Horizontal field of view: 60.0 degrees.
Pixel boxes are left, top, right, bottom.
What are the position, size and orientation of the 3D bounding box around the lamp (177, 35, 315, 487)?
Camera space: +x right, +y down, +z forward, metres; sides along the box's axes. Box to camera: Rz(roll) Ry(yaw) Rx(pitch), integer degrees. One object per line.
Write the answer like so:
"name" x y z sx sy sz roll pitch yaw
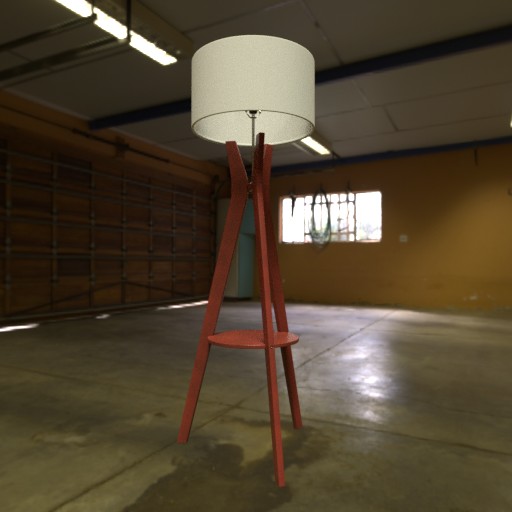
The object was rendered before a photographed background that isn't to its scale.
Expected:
"lamp" 0.000 0.000 1.673 0.539 1.472 0.542 0 -1 -18
